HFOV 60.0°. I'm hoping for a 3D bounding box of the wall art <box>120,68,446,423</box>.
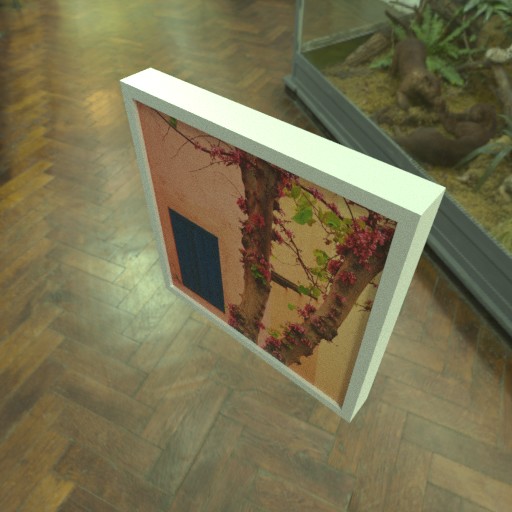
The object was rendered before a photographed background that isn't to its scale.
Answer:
[{"bbox_3d":[0.000,0.000,0.466,0.305,0.302,0.038,31,53,27],"label":"wall art"}]
